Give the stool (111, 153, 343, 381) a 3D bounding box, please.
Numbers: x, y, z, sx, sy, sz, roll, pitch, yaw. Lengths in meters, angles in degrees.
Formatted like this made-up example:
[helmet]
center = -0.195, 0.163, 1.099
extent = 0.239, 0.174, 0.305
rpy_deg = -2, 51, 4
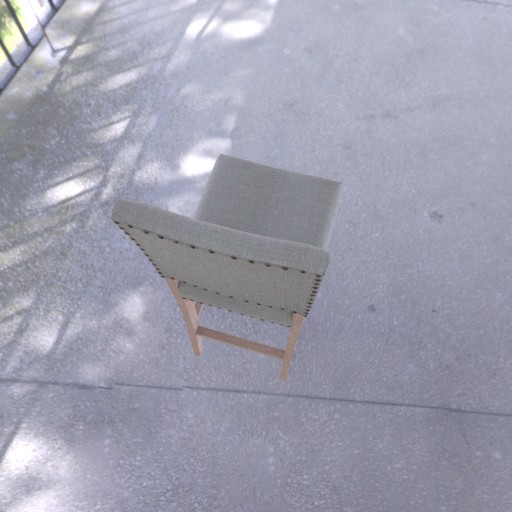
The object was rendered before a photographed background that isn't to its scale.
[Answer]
[stool]
center = 0.000, 0.000, 1.473
extent = 0.445, 1.173, 0.585
rpy_deg = 15, 64, 7
